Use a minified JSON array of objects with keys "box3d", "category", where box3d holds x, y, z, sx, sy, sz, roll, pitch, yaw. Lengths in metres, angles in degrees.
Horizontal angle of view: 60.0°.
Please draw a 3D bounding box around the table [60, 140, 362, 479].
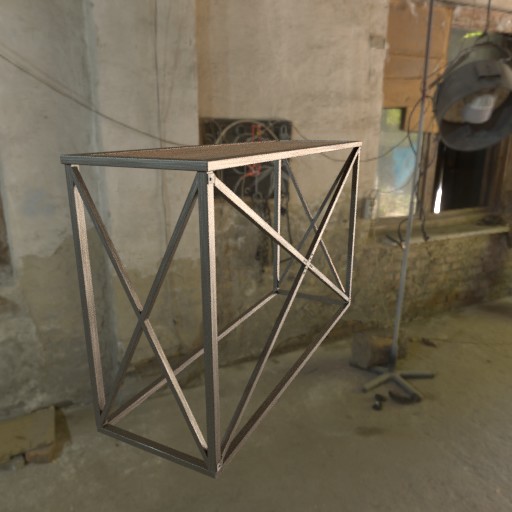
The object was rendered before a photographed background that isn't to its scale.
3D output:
[{"box3d":[0.000,0.000,1.561,0.402,0.753,1.216,8,18,25],"category":"table"}]
